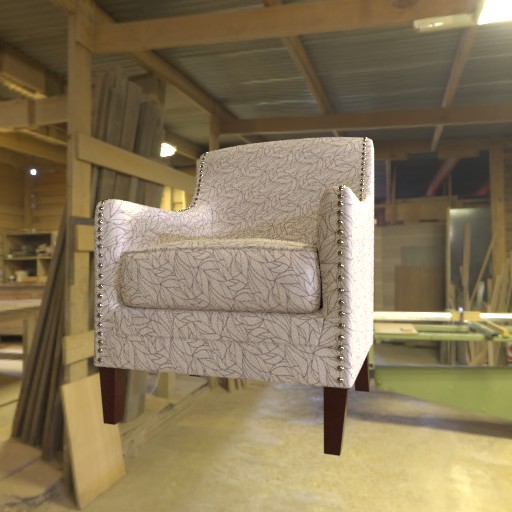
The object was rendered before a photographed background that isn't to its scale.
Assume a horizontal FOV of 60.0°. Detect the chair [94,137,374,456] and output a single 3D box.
[{"bbox_3d":[0.000,0.000,1.276,0.623,0.816,0.651,0,-1,19],"label":"chair"}]
